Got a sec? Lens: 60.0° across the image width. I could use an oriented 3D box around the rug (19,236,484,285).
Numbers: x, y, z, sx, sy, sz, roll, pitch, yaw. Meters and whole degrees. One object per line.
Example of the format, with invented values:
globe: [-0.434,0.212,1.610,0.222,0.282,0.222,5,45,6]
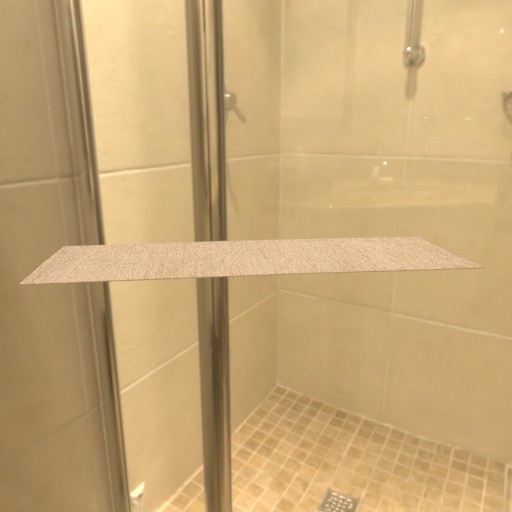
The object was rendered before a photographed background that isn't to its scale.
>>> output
rug: [0.000,0.000,2.557,2.346,0.013,0.712,-2,16,-6]
